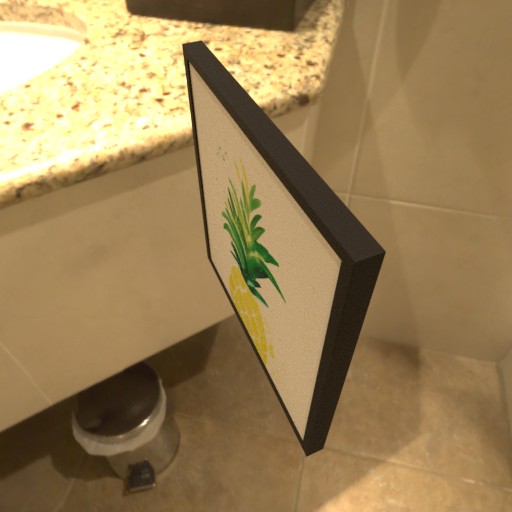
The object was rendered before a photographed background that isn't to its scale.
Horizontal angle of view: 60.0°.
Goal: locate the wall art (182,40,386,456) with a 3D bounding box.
[{"bbox_3d":[0.000,0.000,0.740,0.033,0.507,0.508,-18,50,-16],"label":"wall art"}]
